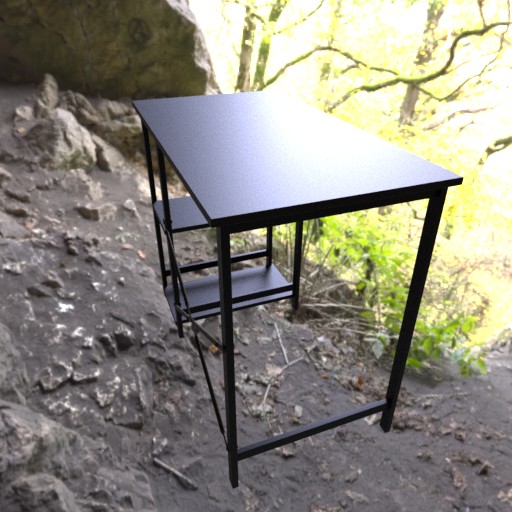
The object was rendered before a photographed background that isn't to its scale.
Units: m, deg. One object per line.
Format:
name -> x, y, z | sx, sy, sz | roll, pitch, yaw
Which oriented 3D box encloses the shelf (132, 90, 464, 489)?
shelf -> 0.000, 0.000, 1.316 | 0.498, 0.749, 0.902 | -11, 33, -18
